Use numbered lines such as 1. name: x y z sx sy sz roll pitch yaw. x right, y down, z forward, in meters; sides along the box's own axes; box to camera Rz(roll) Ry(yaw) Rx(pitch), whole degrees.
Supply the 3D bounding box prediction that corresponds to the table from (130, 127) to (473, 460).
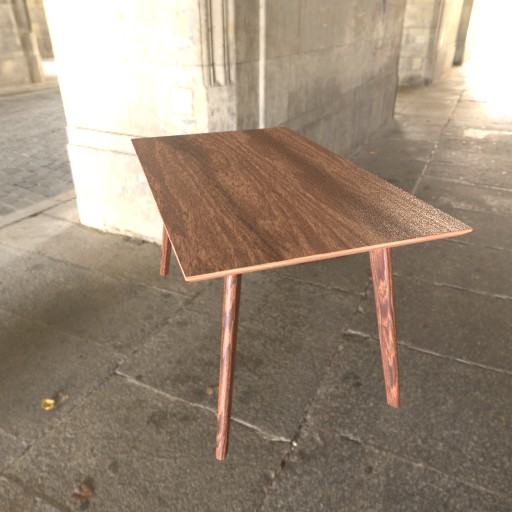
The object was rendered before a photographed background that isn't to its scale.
1. table: 0.000 0.000 1.842 0.801 0.724 1.349 -9 30 -17
